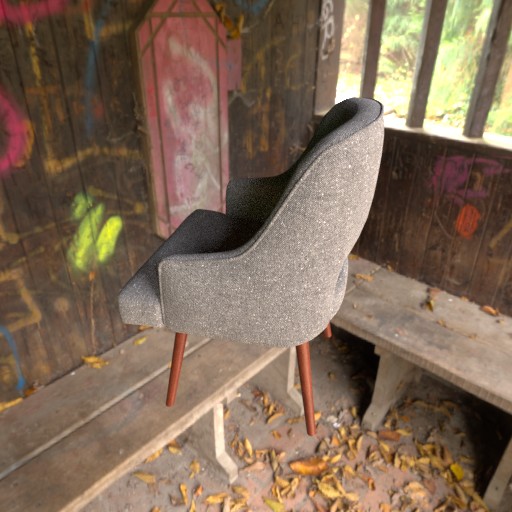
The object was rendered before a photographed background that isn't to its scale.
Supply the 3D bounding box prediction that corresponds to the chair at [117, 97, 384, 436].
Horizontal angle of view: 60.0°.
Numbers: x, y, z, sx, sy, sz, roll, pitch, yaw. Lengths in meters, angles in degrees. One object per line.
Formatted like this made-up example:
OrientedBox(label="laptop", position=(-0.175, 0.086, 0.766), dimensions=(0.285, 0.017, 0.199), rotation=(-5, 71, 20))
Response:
OrientedBox(label="chair", position=(0.000, 0.000, 1.308), dimensions=(0.629, 0.875, 0.608), rotation=(7, 30, 12))
